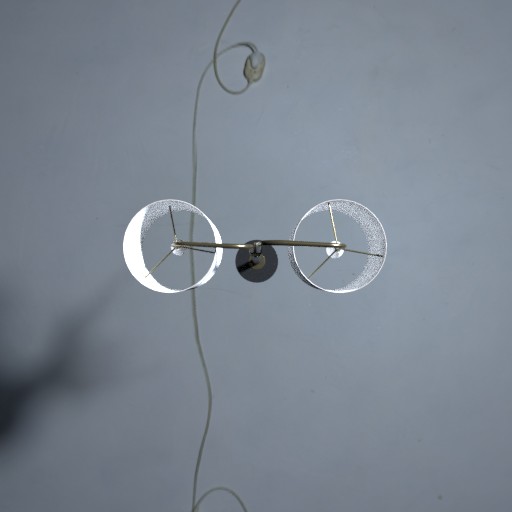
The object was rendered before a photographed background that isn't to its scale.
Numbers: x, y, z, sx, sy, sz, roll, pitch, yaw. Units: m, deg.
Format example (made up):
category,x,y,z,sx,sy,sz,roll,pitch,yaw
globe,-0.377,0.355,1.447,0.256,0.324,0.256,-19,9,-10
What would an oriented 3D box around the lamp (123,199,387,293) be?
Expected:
category,x,y,z,sx,sy,sz,roll,pitch,yaw
lamp,0.000,0.000,1.853,0.711,1.587,0.254,0,88,0
